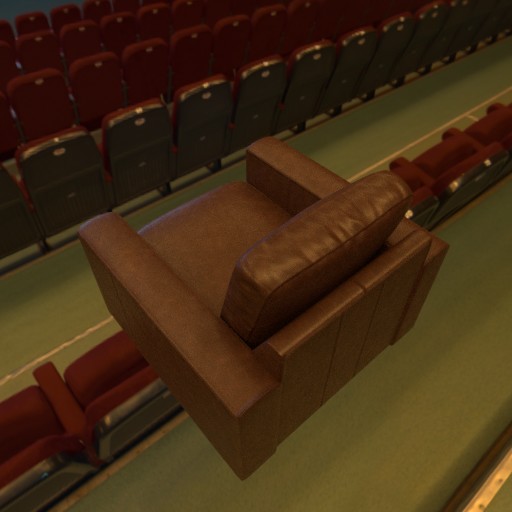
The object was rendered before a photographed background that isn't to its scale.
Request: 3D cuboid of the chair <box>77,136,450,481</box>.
[{"bbox_3d":[0.000,0.000,1.734,1.005,0.873,1.016,-32,55,-26],"label":"chair"}]
